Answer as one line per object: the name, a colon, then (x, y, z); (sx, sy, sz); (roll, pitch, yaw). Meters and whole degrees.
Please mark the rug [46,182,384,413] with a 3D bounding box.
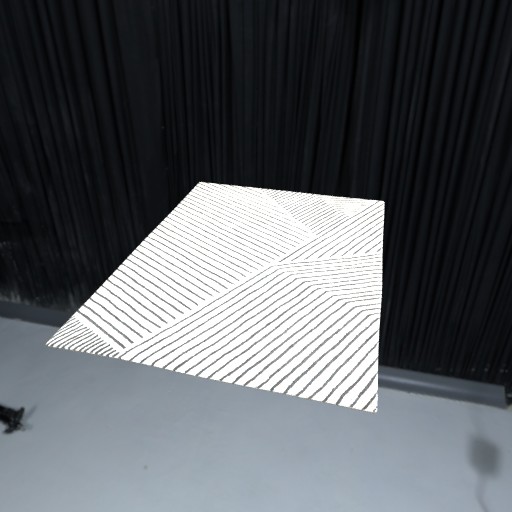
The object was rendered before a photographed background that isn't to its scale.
rug: (0.000, 0.000, 3.305); (1.829, 0.028, 2.449); (8, 33, 12)
